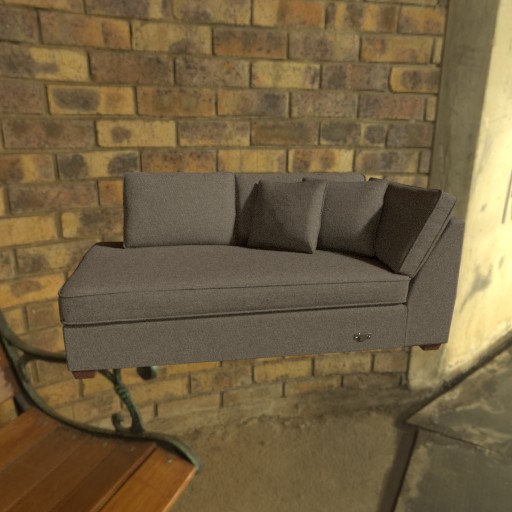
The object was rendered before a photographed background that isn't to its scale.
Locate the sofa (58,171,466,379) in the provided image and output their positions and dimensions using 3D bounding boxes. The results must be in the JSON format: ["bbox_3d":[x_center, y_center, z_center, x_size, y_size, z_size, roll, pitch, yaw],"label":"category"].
[{"bbox_3d":[0.000,0.000,2.883,2.237,1.033,1.110,-2,16,-8],"label":"sofa"}]
